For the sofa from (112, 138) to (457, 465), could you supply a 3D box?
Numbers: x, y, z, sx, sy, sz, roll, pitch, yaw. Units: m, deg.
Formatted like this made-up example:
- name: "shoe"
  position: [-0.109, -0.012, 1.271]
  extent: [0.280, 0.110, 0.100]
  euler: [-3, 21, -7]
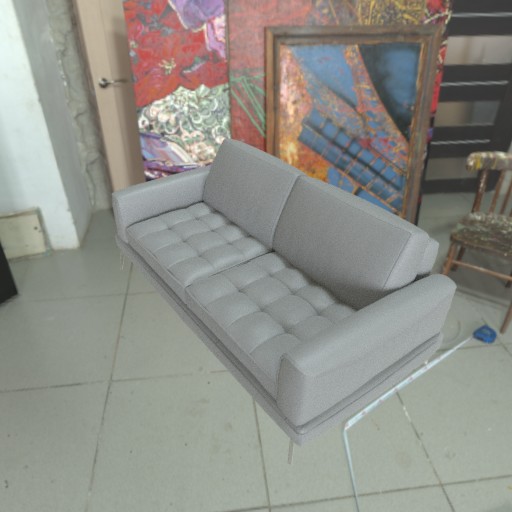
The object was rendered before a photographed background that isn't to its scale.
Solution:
- name: "sofa"
  position: [0.000, 0.000, 2.811]
  extent: [1.121, 0.930, 2.177]
  euler: [-22, 40, -30]
